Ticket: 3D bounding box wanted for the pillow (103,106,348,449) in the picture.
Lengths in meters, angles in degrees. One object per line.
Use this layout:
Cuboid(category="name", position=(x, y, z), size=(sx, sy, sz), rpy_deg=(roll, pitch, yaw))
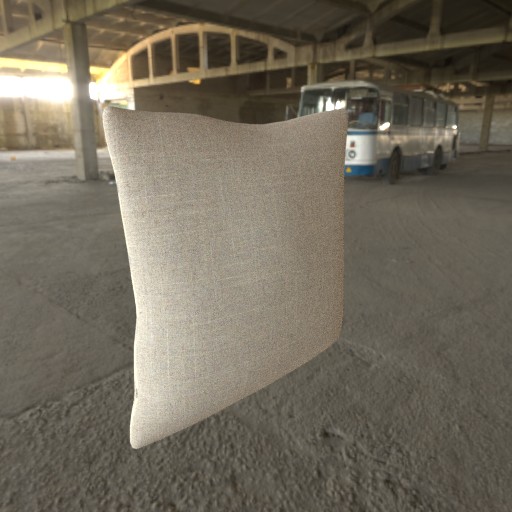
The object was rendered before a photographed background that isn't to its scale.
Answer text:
Cuboid(category="pillow", position=(0.000, 0.000, 0.855), size=(0.578, 0.558, 0.192), rpy_deg=(-15, 22, -42))
